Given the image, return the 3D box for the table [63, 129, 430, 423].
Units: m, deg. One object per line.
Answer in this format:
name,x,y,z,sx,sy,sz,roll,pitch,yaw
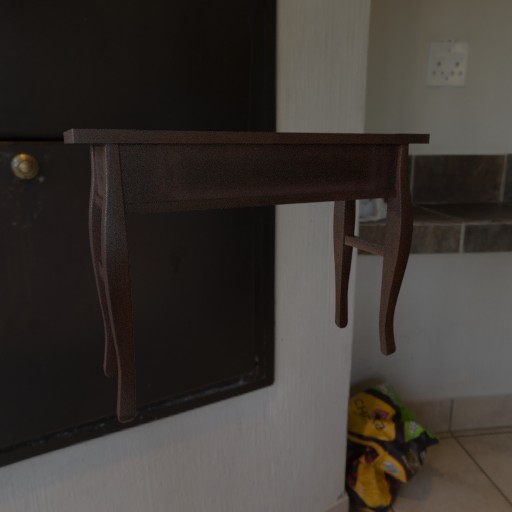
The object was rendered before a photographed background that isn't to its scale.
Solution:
table,0.000,0.000,1.439,1.062,0.768,0.373,-7,16,-25
